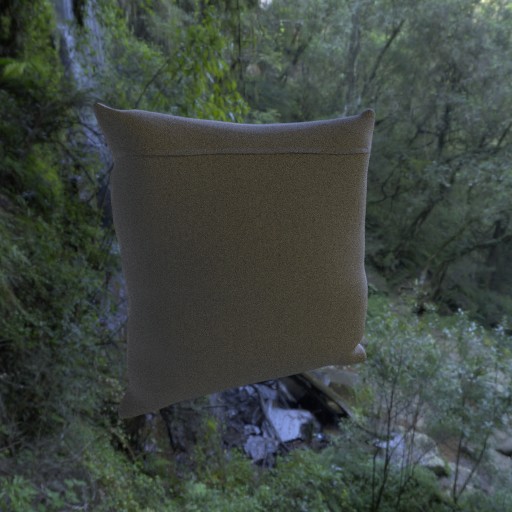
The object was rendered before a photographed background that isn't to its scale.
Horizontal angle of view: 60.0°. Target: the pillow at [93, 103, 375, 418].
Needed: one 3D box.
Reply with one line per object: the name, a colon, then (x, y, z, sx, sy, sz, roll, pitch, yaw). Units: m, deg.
pillow: (0.000, 0.000, 0.677, 0.440, 0.441, 0.182, -7, 15, -25)
